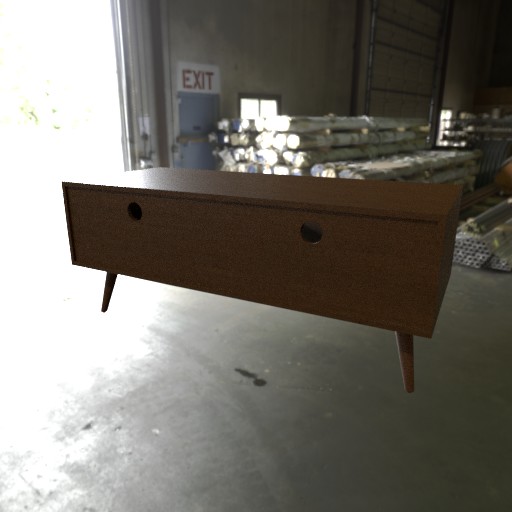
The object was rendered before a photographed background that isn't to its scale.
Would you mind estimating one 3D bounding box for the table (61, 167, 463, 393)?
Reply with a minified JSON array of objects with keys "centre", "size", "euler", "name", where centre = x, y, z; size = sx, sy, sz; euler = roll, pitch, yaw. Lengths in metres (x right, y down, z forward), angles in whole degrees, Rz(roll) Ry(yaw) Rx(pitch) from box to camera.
[{"centre":[0.000,0.000,1.412],"size":[1.119,0.464,0.490],"euler":[9,19,26],"name":"table"}]
